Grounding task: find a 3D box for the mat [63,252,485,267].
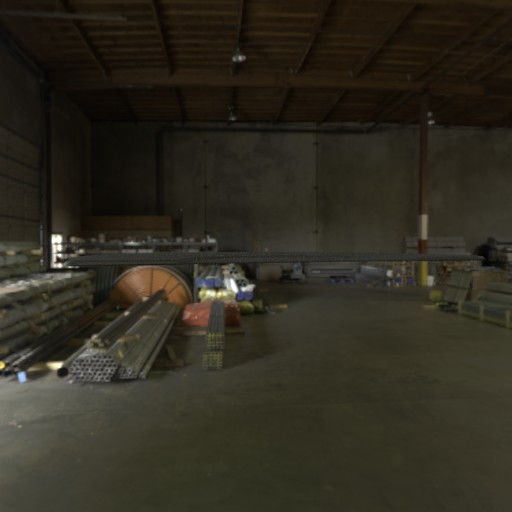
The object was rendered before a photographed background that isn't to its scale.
[{"bbox_3d":[0.000,0.000,1.606,1.220,0.016,0.917,-1,2,-19],"label":"mat"}]
